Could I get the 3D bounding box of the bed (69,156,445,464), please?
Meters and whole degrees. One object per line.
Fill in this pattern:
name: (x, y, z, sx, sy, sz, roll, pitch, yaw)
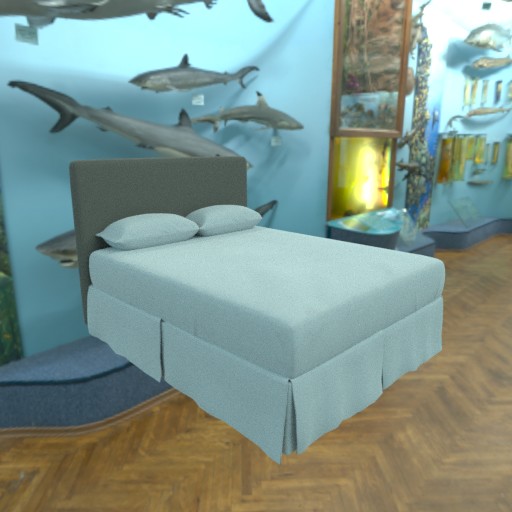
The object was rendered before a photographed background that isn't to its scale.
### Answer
bed: (0.000, 0.000, 3.142, 2.142, 1.330, 1.748, 14, 19, 43)
